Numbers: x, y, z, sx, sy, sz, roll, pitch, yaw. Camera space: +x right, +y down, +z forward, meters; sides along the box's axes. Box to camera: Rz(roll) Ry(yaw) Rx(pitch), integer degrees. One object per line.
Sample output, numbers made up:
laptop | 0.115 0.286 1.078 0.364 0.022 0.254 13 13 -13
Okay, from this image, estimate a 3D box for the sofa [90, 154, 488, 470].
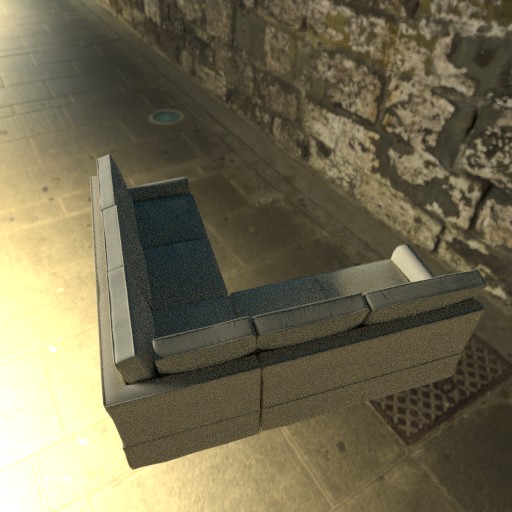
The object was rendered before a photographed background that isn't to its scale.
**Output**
sofa | 0.000 0.000 3.866 2.591 1.070 2.597 -12 43 -13
